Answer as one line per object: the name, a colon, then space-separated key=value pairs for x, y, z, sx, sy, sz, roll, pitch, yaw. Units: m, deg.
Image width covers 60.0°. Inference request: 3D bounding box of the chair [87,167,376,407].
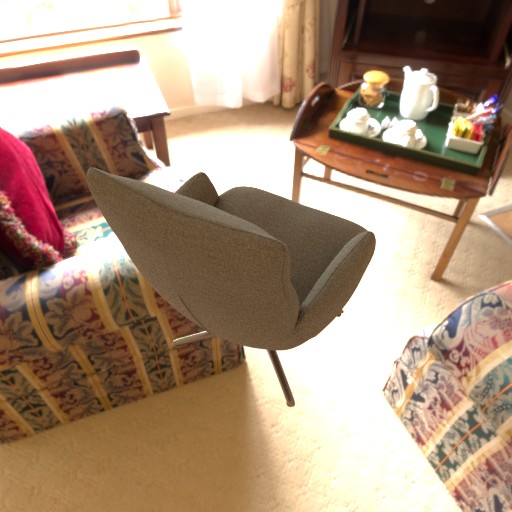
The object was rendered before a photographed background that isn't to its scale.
chair: x=0.000 y=0.000 z=1.521 sx=0.702 sy=0.984 sz=0.831 roll=22 pitch=50 yaw=20
